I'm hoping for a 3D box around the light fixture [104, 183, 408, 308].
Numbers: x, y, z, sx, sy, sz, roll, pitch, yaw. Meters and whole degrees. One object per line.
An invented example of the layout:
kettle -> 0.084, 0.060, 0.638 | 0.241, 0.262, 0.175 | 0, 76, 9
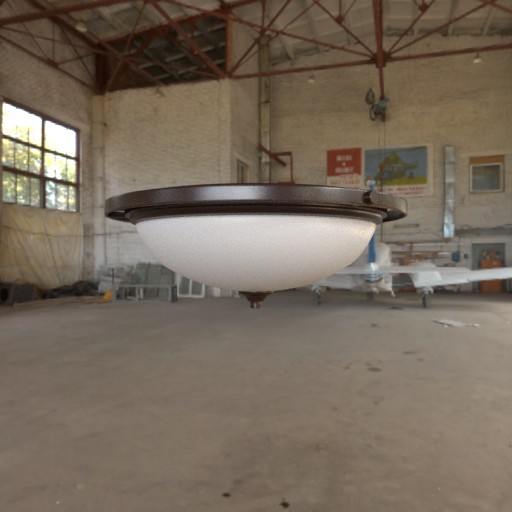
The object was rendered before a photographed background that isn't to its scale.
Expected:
light fixture -> 0.000, 0.000, 0.557 | 0.361, 0.130, 0.361 | 0, 0, 0
